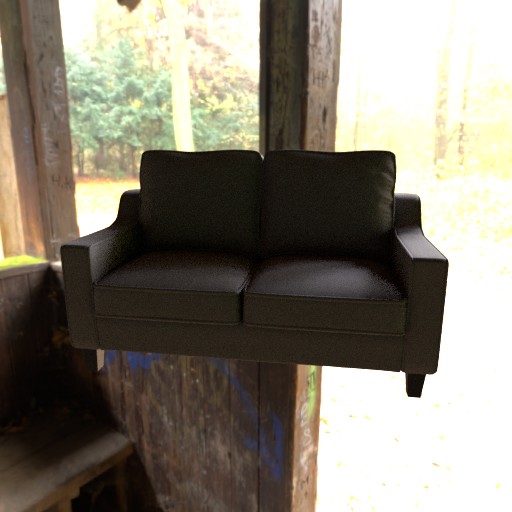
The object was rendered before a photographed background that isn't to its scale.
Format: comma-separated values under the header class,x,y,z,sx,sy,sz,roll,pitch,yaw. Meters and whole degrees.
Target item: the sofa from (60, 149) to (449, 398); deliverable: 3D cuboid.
class,x,y,z,sx,sy,sz,roll,pitch,yaw
sofa,0.000,0.000,2.037,1.500,0.948,0.791,2,14,9
